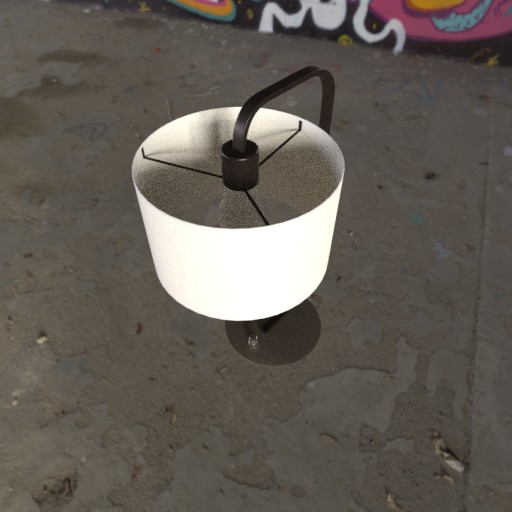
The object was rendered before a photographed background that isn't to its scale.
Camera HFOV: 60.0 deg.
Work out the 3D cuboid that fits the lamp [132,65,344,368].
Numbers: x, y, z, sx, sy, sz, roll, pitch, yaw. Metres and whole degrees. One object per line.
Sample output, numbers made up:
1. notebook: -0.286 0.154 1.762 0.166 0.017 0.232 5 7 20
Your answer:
1. lamp: 0.000 0.000 0.629 0.230 0.473 0.288 32 54 27
